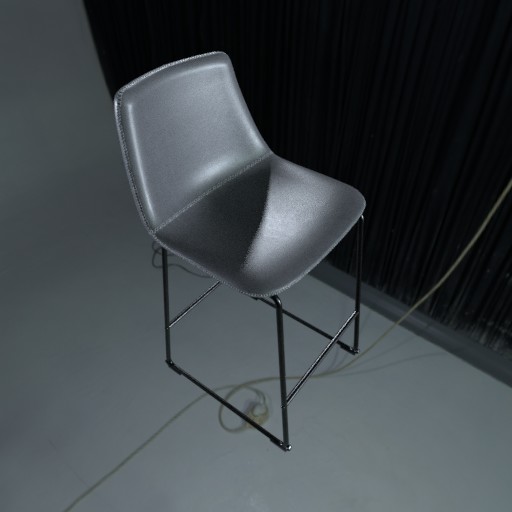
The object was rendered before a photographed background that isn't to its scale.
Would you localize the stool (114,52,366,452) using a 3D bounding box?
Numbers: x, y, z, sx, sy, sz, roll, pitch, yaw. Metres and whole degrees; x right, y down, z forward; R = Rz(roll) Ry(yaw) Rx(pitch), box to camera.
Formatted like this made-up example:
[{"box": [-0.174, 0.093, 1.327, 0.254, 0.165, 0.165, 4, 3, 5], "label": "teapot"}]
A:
[{"box": [0.000, 0.000, 1.174, 0.546, 0.876, 0.470, 27, 48, 27], "label": "stool"}]
